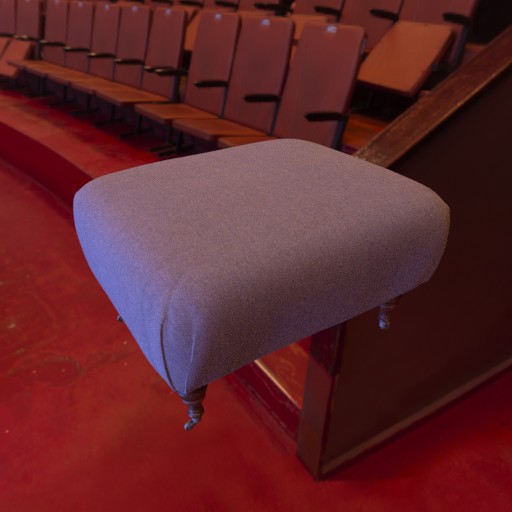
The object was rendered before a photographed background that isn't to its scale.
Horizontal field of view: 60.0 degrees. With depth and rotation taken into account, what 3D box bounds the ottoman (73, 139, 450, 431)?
[{"bbox_3d":[0.000,0.000,1.121,0.747,0.450,0.622,-19,35,-28],"label":"ottoman"}]
